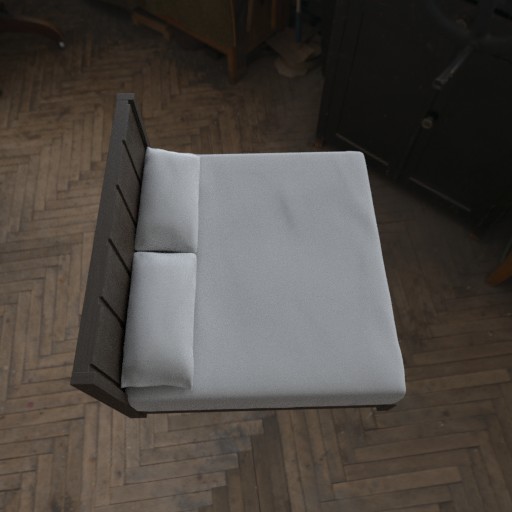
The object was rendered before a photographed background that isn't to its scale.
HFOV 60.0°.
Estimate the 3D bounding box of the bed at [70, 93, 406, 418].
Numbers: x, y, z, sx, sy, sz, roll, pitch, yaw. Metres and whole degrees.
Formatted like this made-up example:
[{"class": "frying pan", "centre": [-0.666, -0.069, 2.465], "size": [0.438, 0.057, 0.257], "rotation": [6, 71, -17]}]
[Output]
[{"class": "bed", "centre": [0.000, 0.000, 3.392], "size": [2.012, 1.270, 2.134], "rotation": [-1, 62, -1]}]
